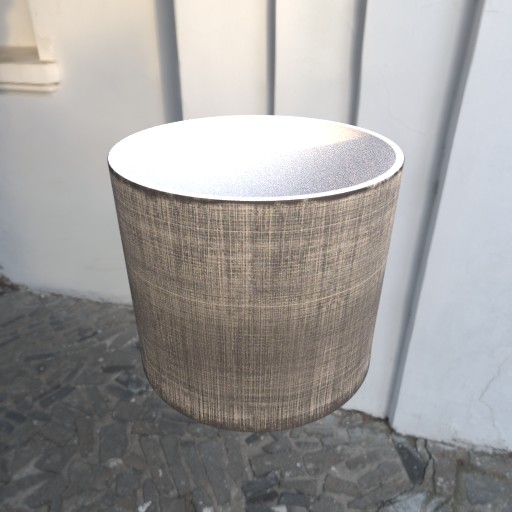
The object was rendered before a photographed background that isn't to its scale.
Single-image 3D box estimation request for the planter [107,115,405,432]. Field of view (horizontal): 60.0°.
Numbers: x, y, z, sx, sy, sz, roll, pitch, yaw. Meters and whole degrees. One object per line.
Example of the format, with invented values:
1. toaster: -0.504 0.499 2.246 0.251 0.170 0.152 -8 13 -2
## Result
1. planter: 0.000 0.000 0.315 0.178 0.157 0.178 0 30 0
